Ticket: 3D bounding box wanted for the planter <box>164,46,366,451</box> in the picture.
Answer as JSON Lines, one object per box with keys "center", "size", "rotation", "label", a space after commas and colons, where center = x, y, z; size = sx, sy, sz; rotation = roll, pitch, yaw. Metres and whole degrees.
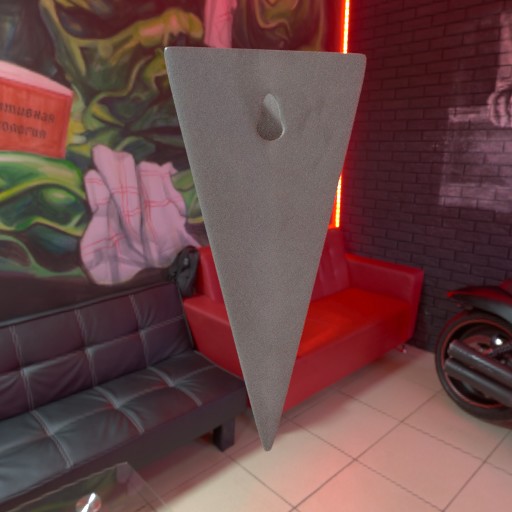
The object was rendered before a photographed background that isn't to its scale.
{"center": [0.000, 0.000, 0.161], "size": [0.058, 0.130, 0.047], "rotation": [-3, 14, -10], "label": "planter"}
